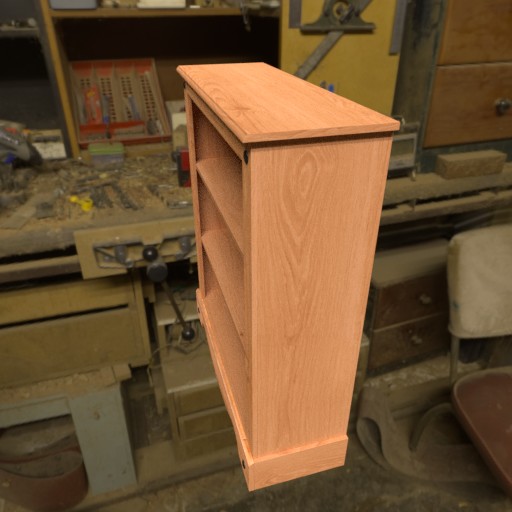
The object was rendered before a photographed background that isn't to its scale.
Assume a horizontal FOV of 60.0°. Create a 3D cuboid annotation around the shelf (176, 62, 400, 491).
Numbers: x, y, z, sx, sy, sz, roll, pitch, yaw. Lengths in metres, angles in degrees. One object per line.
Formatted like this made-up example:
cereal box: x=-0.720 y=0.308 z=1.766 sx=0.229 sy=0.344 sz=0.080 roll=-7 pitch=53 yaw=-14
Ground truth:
shelf: x=0.000 y=0.000 z=1.349 sx=0.291 sy=0.980 sz=0.840 roll=-8 pitch=32 yaw=-14
